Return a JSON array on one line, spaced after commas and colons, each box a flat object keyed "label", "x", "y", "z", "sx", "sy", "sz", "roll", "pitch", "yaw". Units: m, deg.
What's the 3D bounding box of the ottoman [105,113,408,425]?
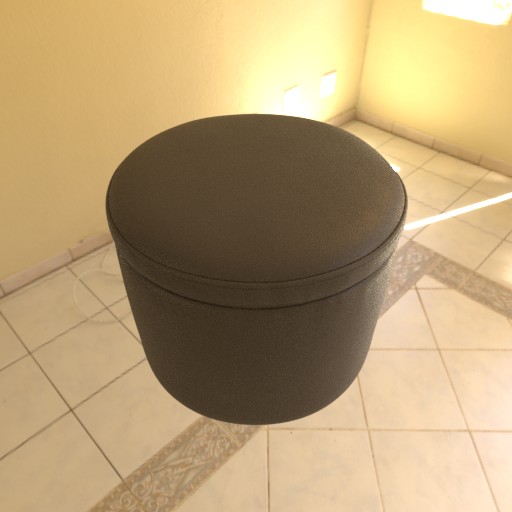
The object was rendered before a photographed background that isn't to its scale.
[{"label": "ottoman", "x": 0.000, "y": 0.000, "z": 0.858, "sx": 0.500, "sy": 0.409, "sz": 0.500, "roll": 0, "pitch": 42, "yaw": 0}]
